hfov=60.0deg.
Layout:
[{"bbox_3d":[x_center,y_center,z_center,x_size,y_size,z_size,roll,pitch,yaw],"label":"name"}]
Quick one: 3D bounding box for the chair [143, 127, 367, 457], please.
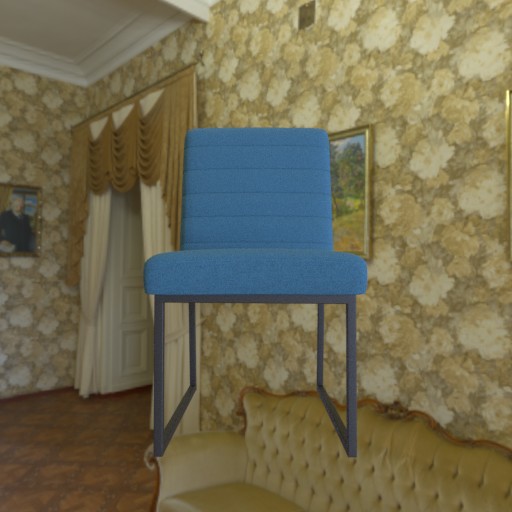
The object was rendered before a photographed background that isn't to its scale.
[{"bbox_3d":[0.000,0.000,1.317,0.520,0.930,0.634,0,-1,0],"label":"chair"}]
